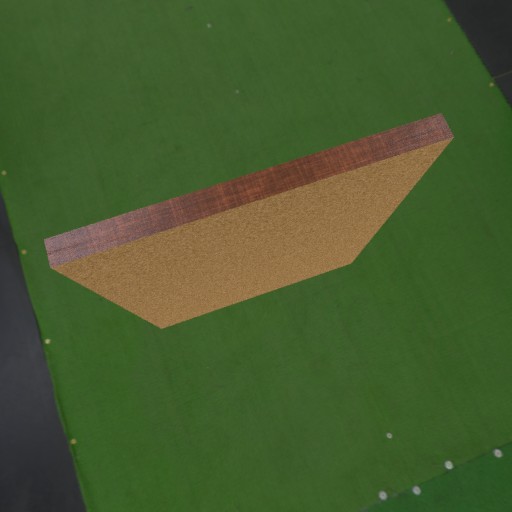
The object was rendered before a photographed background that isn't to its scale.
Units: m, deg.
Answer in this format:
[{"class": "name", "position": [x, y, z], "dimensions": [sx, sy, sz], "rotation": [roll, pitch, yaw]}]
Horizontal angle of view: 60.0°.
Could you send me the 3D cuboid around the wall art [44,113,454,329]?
[{"class": "wall art", "position": [0.000, 0.000, 0.761], "dimensions": [0.467, 0.567, 0.033], "rotation": [-19, 75, -5]}]
